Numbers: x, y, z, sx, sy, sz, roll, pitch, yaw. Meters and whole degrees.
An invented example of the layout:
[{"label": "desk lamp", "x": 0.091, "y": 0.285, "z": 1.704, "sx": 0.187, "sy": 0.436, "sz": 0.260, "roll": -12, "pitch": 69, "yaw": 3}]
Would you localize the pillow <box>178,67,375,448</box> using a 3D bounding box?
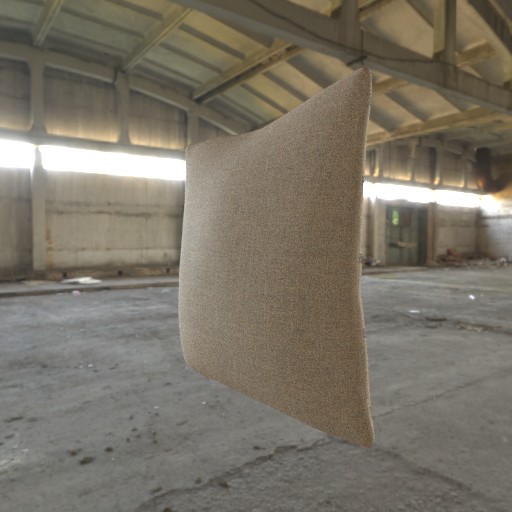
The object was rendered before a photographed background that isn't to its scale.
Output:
[{"label": "pillow", "x": 0.000, "y": 0.000, "z": 0.863, "sx": 0.192, "sy": 0.558, "sz": 0.578, "roll": -1, "pitch": 2, "yaw": -36}]
